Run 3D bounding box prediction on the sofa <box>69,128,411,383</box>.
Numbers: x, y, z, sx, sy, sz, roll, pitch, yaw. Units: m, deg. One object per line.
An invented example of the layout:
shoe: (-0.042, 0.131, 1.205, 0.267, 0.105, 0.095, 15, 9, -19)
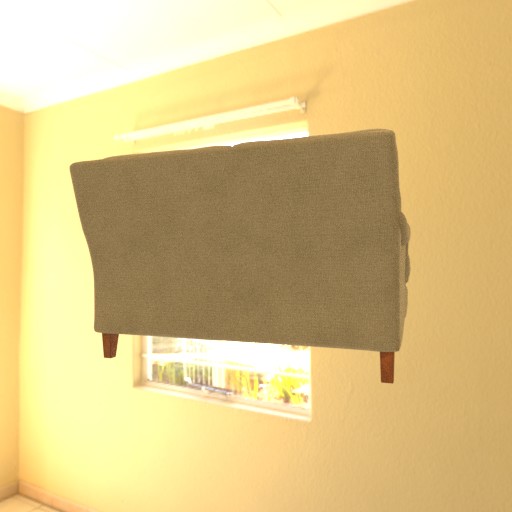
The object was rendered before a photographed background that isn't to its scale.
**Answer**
sofa: (0.000, 0.000, 2.250, 1.480, 0.999, 1.087, 0, -1, 20)
